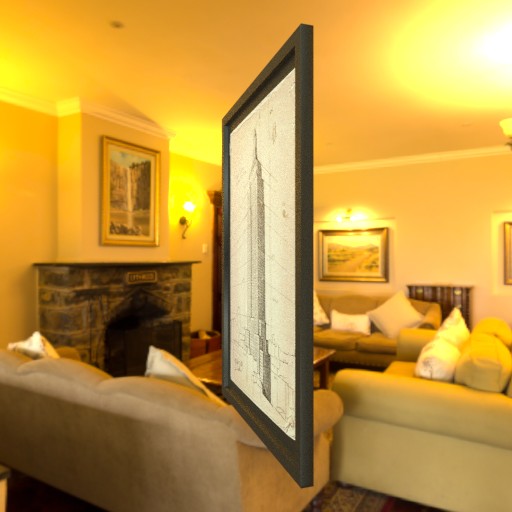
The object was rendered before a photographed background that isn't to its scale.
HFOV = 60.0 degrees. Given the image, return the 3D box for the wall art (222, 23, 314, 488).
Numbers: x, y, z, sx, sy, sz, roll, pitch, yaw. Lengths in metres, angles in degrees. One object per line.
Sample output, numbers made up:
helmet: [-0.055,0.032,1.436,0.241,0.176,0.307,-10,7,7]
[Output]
wall art: [0.000,0.000,0.557,0.013,0.431,0.303,0,0,-18]
